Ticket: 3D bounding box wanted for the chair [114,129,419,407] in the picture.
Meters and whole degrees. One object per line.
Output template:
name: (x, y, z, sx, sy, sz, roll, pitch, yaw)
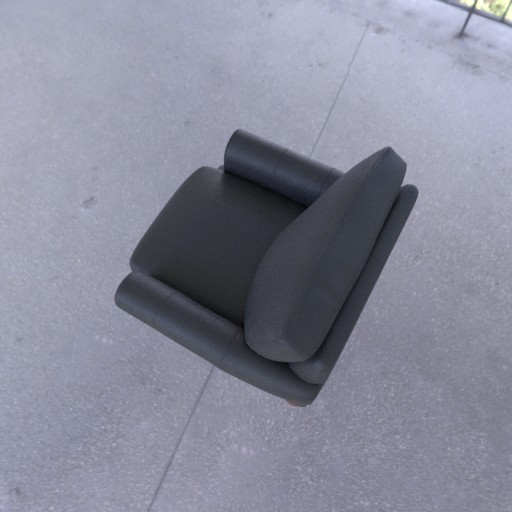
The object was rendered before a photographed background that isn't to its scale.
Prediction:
chair: (0.000, 0.000, 1.874, 1.027, 0.960, 1.015, 32, 68, 14)
